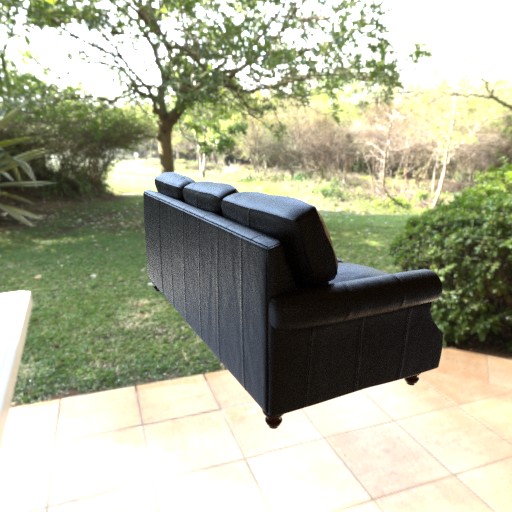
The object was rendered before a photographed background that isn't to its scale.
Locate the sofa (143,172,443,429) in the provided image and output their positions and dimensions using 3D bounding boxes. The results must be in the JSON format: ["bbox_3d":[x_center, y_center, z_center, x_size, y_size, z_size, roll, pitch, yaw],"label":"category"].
[{"bbox_3d":[0.000,0.000,2.865,0.974,0.977,2.387,-7,16,-25],"label":"sofa"}]
